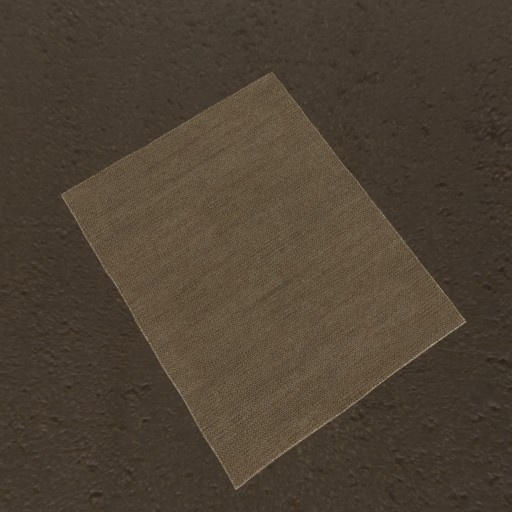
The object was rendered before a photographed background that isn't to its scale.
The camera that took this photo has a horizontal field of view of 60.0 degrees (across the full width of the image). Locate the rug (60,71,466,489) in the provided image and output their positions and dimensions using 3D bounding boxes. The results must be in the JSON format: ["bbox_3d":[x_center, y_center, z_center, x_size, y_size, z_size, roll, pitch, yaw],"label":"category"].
[{"bbox_3d":[0.000,0.000,4.034,2.429,0.030,3.052,-33,78,-8],"label":"rug"}]
